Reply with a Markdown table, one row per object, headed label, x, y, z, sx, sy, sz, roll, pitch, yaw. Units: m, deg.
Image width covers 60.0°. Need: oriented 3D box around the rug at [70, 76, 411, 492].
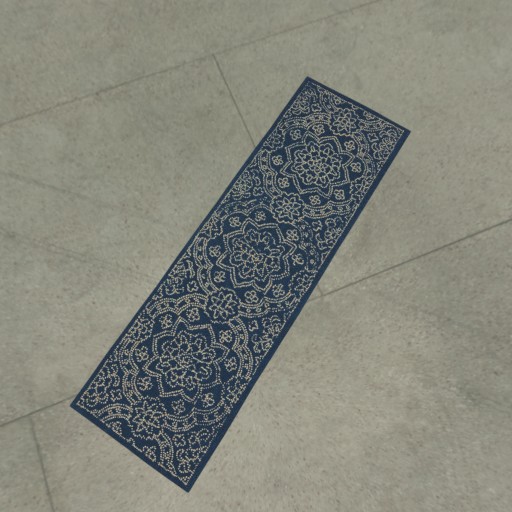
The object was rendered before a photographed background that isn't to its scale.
| label | x | y | z | sx | sy | sz | roll | pitch | yaw |
| --- | --- | --- | --- | --- | --- | --- | --- | --- | --- |
| rug | 0.000 | 0.000 | 2.562 | 0.769 | 0.012 | 2.448 | 32 | 76 | 9 |
